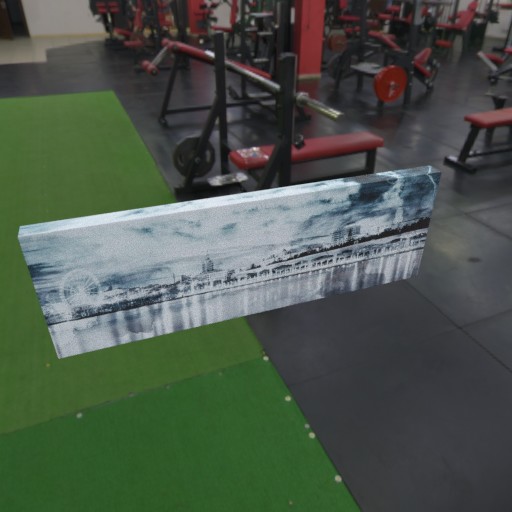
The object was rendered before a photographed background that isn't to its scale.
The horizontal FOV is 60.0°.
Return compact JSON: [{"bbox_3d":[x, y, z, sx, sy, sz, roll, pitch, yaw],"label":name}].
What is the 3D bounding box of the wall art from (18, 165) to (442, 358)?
[{"bbox_3d":[0.000,0.000,0.843,0.759,0.251,0.037,-11,34,-16],"label":"wall art"}]
